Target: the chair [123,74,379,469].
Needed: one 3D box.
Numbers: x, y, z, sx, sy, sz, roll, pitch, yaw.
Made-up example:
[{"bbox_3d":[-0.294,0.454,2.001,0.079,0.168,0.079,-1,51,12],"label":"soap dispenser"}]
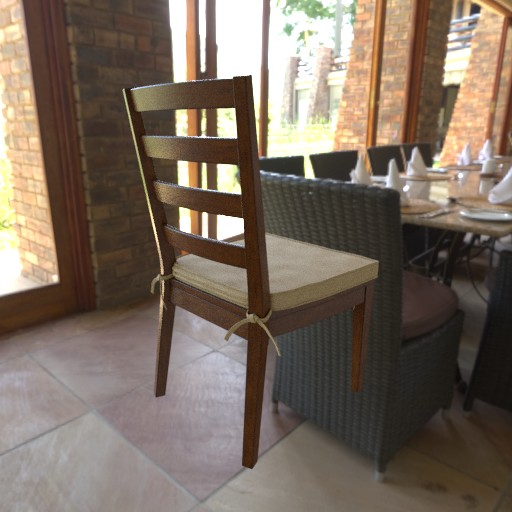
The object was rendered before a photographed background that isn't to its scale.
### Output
[{"bbox_3d":[0.000,0.000,1.376,0.595,0.979,0.593,-15,22,-42],"label":"chair"}]
